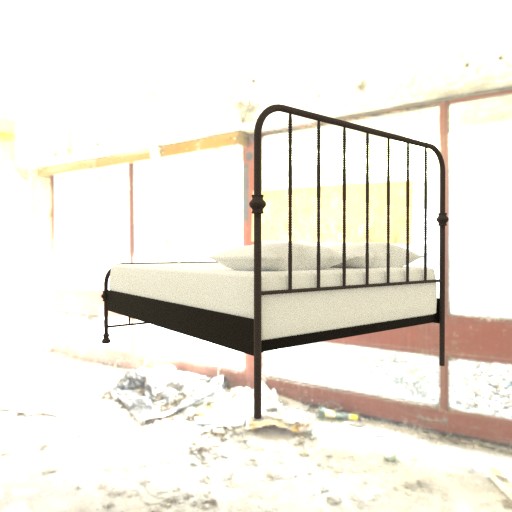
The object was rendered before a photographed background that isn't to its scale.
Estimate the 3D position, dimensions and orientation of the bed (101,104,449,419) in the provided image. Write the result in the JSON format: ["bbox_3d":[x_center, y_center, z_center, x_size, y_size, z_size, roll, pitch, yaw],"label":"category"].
[{"bbox_3d":[0.000,0.000,3.290,1.616,1.446,2.134,0,1,-37],"label":"bed"}]
